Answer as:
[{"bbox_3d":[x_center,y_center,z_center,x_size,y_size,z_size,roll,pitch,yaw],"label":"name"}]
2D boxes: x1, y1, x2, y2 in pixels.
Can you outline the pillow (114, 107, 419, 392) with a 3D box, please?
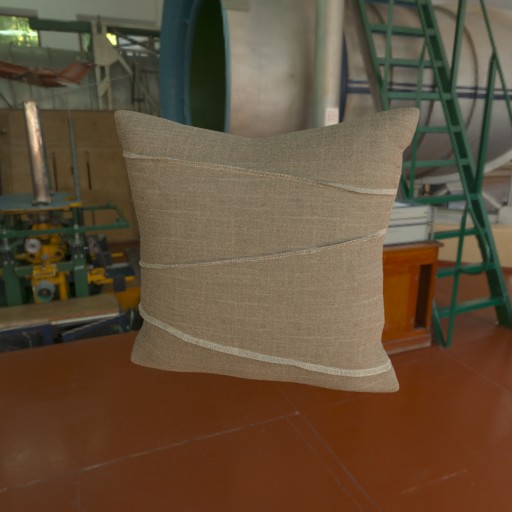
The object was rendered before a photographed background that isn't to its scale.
[{"bbox_3d":[0.000,0.000,0.633,0.424,0.400,0.169,3,16,11],"label":"pillow"}]
